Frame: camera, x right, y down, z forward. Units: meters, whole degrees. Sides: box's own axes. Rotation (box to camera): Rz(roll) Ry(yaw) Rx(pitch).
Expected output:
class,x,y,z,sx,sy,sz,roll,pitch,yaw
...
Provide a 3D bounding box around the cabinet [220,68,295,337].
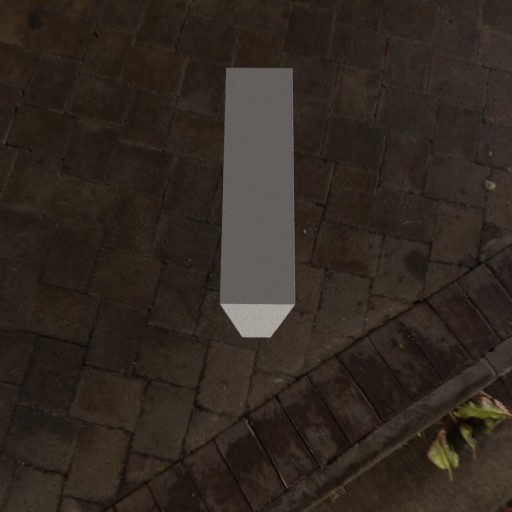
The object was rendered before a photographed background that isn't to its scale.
class,x,y,z,sx,sy,sz,roll,pitch,yaw
cabinet,0.000,0.000,1.995,0.192,1.770,0.643,0,77,0
